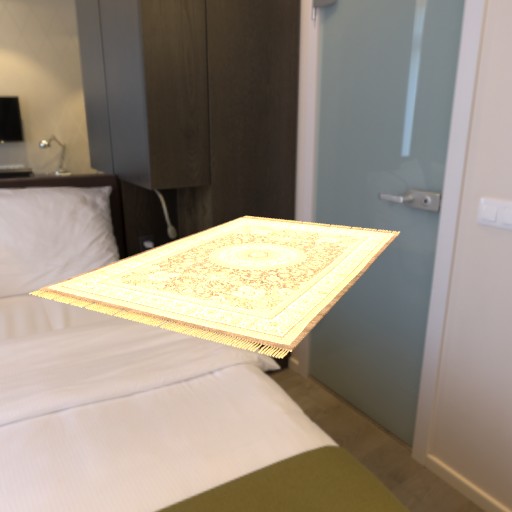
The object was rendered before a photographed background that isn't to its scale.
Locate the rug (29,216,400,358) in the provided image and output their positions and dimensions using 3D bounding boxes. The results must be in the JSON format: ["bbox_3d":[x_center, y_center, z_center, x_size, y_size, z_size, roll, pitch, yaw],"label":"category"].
[{"bbox_3d":[0.000,0.000,4.341,2.143,0.015,3.422,8,18,26],"label":"rug"}]
